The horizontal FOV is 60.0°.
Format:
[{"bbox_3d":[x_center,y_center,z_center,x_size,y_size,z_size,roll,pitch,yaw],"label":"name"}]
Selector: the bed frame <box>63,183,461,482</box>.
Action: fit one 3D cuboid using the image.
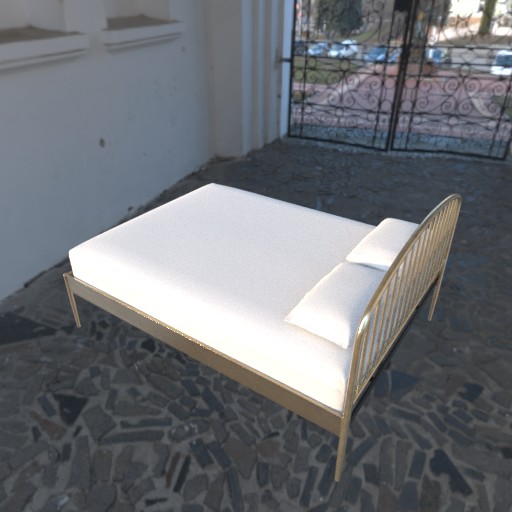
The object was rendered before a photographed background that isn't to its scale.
[{"bbox_3d":[0.000,0.000,3.045,2.152,1.175,1.612,20,36,30],"label":"bed frame"}]
